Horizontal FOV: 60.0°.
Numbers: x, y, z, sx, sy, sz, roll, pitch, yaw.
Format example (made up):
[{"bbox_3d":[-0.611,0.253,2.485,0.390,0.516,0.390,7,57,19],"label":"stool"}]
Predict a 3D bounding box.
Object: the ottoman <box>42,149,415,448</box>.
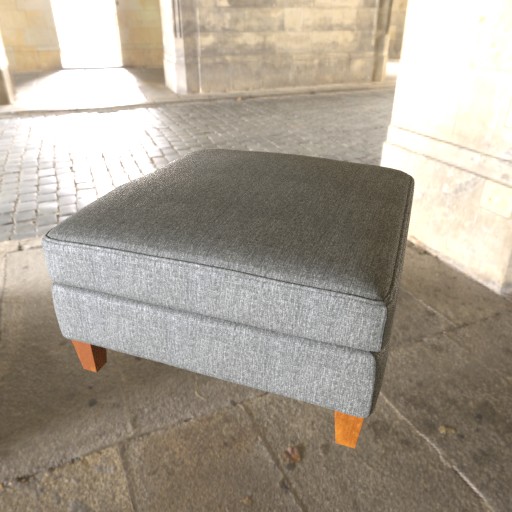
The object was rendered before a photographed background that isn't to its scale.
[{"bbox_3d":[0.000,0.000,1.343,0.838,0.481,0.838,10,30,18],"label":"ottoman"}]
